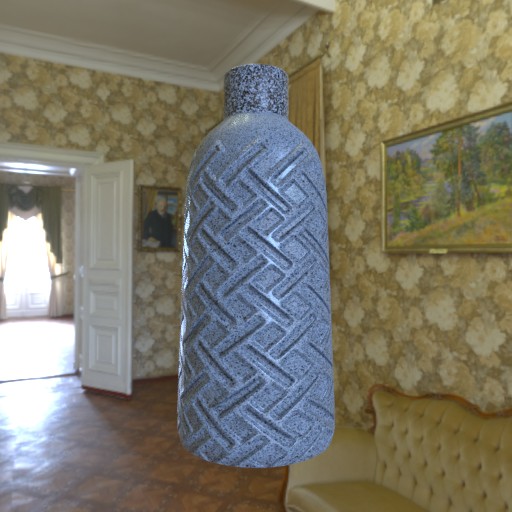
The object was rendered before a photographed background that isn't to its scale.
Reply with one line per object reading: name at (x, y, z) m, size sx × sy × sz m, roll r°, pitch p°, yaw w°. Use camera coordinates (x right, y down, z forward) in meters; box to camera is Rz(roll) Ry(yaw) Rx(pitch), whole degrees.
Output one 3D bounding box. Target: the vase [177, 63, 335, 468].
vase at (0.000, 0.000, 0.349) m, size 0.122 × 0.282 × 0.122 m, roll 0°, pitch -1°, yaw 0°
